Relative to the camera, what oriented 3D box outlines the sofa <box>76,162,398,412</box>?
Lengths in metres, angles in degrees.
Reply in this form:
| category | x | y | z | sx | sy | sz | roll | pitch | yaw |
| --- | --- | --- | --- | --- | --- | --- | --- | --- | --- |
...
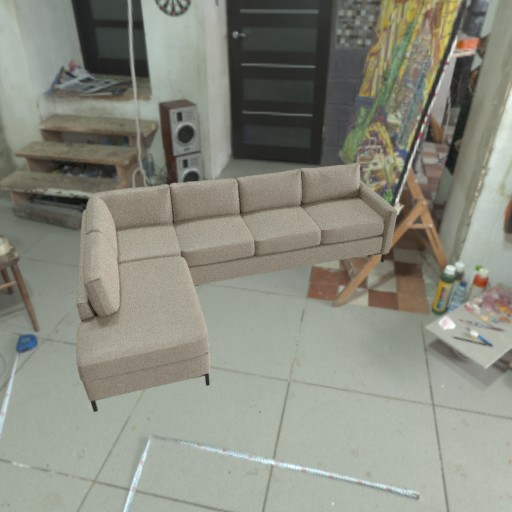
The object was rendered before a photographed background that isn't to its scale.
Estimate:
| category | x | y | z | sx | sy | sz | roll | pitch | yaw |
| --- | --- | --- | --- | --- | --- | --- | --- | --- | --- |
| sofa | 0.000 | 0.000 | 3.217 | 2.423 | 0.703 | 1.617 | -9 | 34 | -14 |
